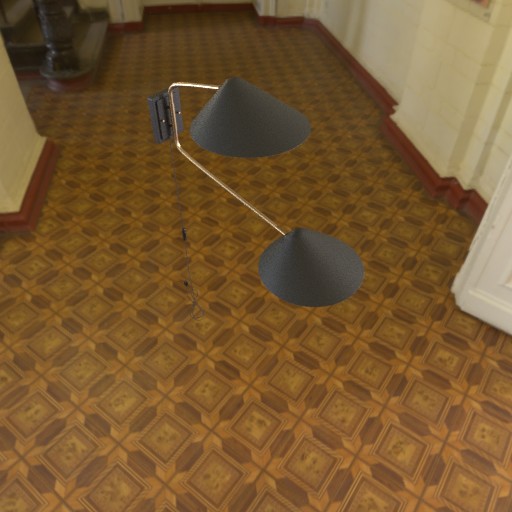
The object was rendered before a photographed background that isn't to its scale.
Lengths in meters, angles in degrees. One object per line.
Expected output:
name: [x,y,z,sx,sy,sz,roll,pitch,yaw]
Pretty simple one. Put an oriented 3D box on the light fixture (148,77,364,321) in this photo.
light fixture: [0.000,0.000,0.857,0.422,0.665,0.189,26,49,26]
